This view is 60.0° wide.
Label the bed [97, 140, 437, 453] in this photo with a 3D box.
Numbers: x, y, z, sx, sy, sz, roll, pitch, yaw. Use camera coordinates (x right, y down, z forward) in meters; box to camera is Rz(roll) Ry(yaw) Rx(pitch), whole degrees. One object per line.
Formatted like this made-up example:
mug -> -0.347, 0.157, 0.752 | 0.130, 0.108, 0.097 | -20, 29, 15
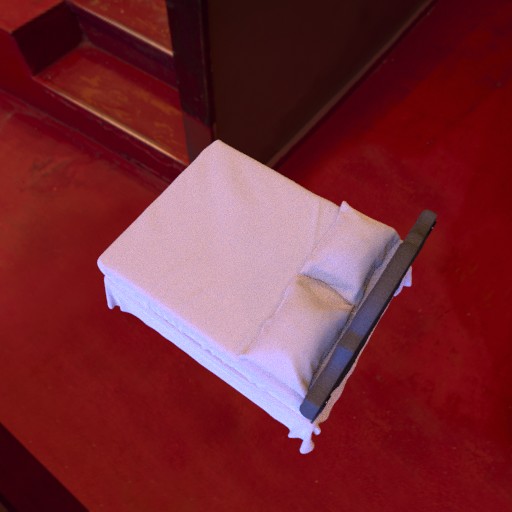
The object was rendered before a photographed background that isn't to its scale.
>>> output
bed -> 0.000, 0.000, 3.394 | 2.222, 1.634, 1.780 | 32, 66, 16
